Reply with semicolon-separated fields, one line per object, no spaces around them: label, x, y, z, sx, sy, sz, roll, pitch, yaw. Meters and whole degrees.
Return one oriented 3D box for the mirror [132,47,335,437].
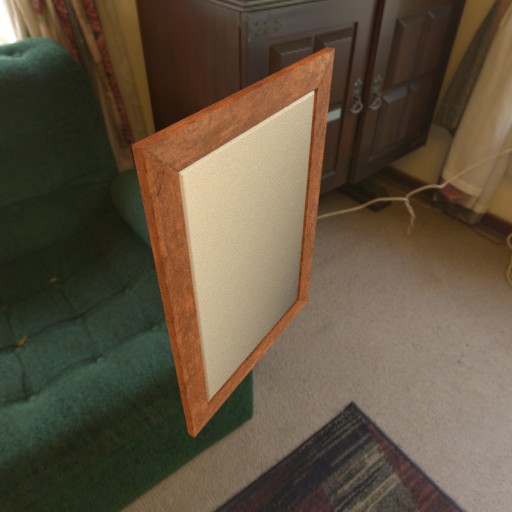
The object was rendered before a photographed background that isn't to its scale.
mirror;0.000;0.000;1.446;0.028;1.099;0.796;24;46;26
